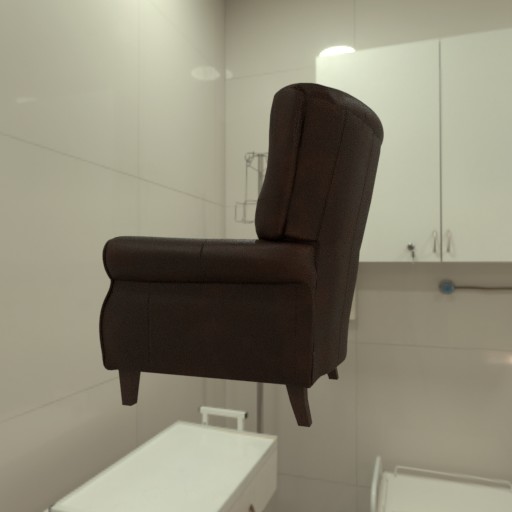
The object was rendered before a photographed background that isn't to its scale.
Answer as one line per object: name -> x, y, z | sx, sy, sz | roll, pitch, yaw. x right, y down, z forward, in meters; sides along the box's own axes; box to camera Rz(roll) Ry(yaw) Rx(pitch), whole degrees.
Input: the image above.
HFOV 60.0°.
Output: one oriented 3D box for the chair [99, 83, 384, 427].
chair -> 0.000, 0.000, 1.902 | 1.058, 1.158, 0.948 | 0, -1, 19
